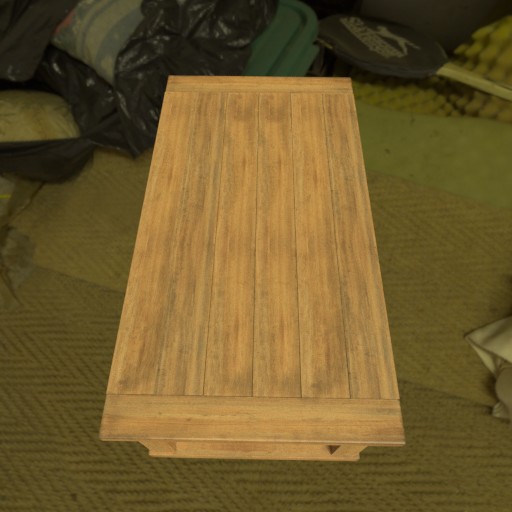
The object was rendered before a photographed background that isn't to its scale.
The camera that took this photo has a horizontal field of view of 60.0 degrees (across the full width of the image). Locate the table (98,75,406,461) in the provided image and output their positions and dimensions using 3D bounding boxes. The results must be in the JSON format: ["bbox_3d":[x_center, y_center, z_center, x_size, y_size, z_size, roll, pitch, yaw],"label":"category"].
[{"bbox_3d":[0.000,0.000,1.518,0.693,0.494,1.270,1,58,1],"label":"table"}]
